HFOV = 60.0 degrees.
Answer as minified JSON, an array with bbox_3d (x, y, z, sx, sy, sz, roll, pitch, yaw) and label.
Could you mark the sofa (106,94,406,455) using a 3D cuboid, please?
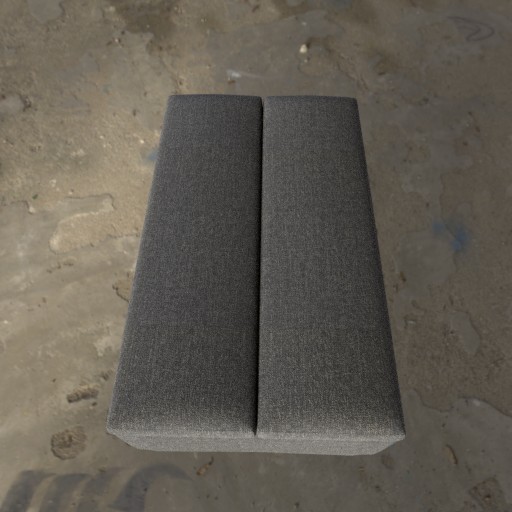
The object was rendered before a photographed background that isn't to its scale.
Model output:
[{"bbox_3d":[0.000,0.000,1.522,0.782,0.417,1.198,1,58,1],"label":"sofa"}]
